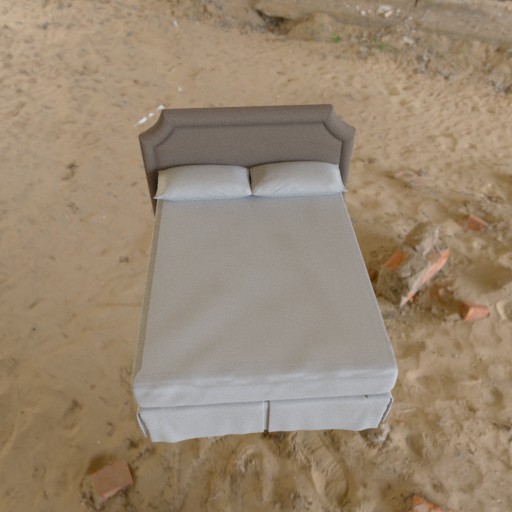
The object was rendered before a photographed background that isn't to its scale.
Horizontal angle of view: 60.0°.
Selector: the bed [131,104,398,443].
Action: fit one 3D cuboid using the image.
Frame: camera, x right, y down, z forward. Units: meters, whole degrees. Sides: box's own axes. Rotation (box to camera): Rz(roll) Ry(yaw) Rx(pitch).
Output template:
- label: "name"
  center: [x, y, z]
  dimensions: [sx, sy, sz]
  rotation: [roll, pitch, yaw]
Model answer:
- label: "bed"
  center: [0.000, 0.000, 3.289]
  dimensions: [1.828, 1.303, 2.164]
  rotation: [-3, 46, -3]
